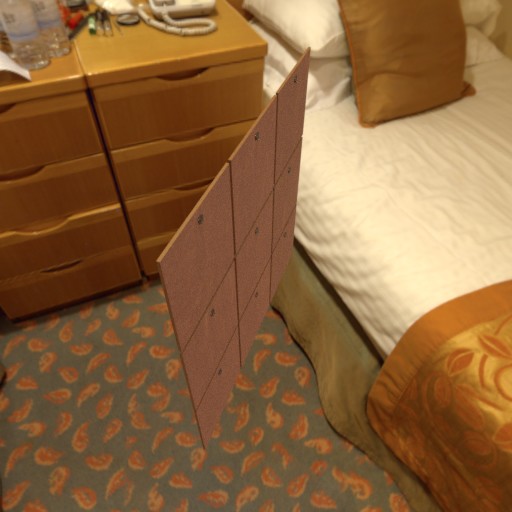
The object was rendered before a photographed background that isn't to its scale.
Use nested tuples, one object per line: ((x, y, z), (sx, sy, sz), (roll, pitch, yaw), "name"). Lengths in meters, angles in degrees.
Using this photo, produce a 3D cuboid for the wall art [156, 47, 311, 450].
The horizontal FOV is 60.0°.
((0.000, 0.000, 2.289), (0.023, 1.522, 1.526), (16, 50, 14), "wall art")
